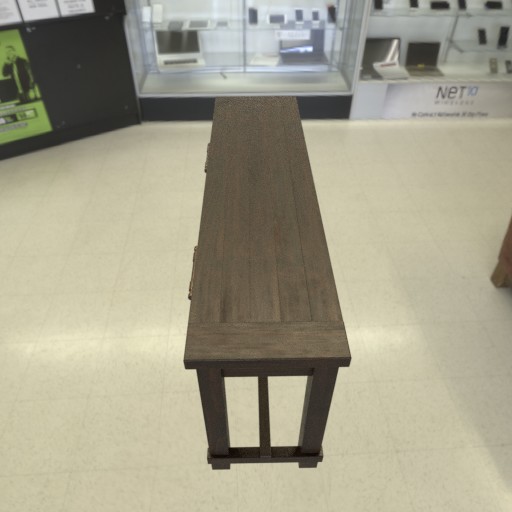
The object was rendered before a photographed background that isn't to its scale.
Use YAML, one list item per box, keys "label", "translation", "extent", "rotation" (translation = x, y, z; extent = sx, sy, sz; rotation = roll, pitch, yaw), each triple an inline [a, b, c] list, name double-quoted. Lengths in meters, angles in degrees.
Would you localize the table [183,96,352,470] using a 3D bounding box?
- label: "table"
  translation: [0.000, 0.000, 1.929]
  extent: [0.442, 0.762, 1.599]
  rotation: [-1, 42, -1]
